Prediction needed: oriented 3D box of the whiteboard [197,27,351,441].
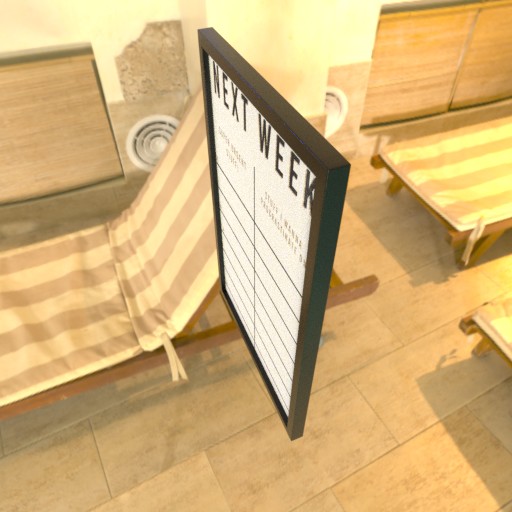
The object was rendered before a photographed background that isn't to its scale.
[{"bbox_3d":[0.000,0.000,0.759,0.026,0.611,0.406,-16,47,-16],"label":"whiteboard"}]
